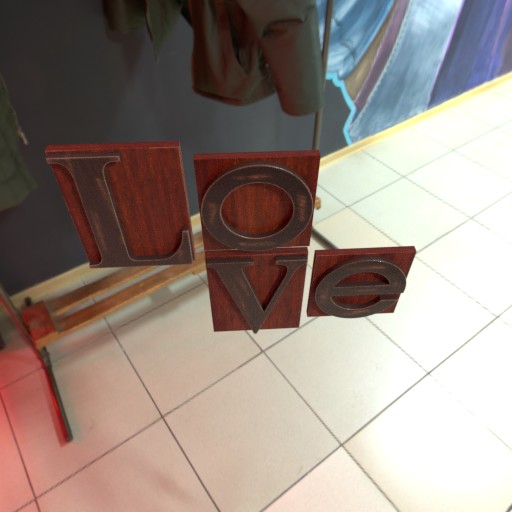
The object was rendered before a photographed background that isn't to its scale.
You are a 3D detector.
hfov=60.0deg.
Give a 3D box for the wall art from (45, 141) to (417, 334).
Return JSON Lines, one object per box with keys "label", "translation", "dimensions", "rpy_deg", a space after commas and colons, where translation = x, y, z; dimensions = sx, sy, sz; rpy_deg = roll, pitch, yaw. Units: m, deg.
{"label": "wall art", "translation": [0.000, 0.000, 0.857], "dimensions": [0.635, 0.497, 0.030], "rpy_deg": [-2, 46, -2]}
